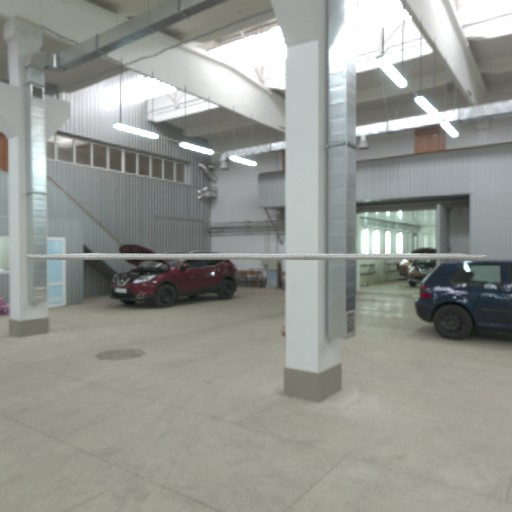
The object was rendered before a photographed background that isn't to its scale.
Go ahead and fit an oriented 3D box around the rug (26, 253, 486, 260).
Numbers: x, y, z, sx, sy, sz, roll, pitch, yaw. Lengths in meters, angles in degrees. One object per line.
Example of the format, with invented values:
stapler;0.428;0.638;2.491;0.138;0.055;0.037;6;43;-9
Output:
rug;0.000;0.000;2.703;2.381;0.035;0.832;0;1;0
